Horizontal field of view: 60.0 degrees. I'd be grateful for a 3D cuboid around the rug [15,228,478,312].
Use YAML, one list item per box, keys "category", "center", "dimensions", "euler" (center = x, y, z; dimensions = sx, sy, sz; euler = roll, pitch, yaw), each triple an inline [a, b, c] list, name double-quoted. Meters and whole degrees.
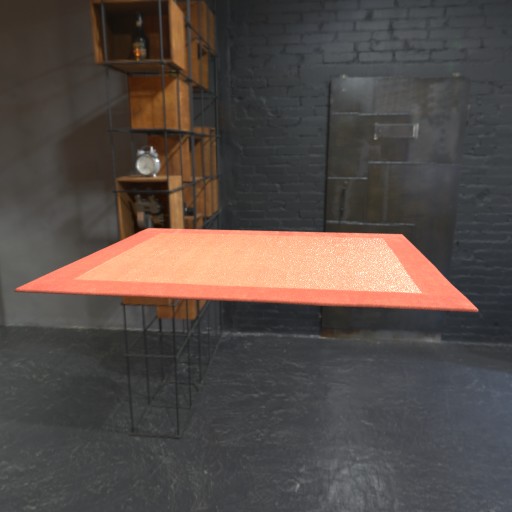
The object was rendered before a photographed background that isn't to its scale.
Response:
- category: "rug"
  center: [0.000, 0.000, 3.962]
  dimensions: [2.976, 0.018, 2.430]
  euler: [2, 14, 7]
